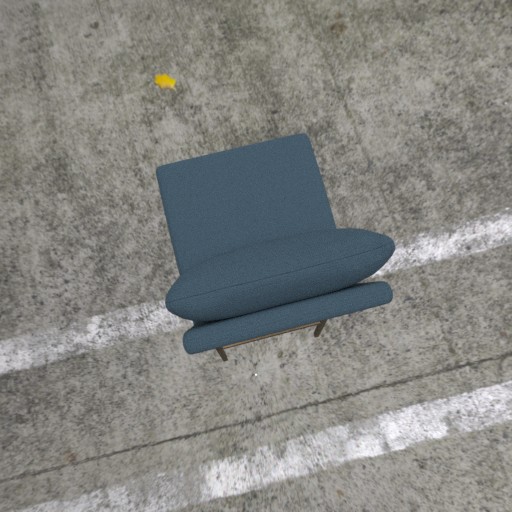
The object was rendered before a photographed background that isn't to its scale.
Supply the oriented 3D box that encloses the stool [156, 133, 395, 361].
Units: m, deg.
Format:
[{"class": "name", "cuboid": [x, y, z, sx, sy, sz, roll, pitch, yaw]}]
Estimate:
[{"class": "stool", "cuboid": [0.000, 0.000, 1.401, 0.463, 1.124, 0.568, -14, 75, -4]}]
